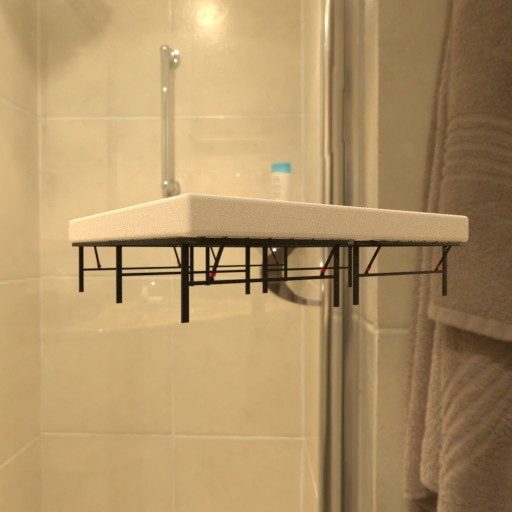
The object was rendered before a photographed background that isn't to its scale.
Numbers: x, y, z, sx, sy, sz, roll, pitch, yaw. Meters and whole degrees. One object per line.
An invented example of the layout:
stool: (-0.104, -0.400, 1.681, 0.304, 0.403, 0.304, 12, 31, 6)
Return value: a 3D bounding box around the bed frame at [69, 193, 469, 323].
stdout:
bed frame: (0.000, 0.000, 3.077, 2.033, 0.525, 1.935, 0, 1, -35)
